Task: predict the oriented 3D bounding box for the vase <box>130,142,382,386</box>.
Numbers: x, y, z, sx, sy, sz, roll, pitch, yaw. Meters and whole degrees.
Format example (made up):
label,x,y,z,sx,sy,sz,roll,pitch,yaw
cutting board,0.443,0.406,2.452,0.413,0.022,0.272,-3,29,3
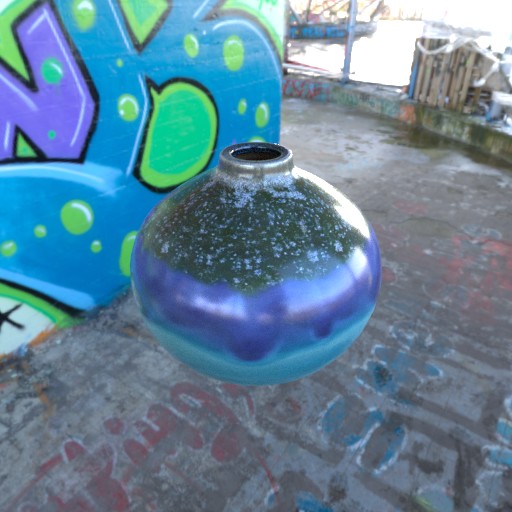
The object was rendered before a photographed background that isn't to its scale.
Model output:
label,x,y,z,sx,sy,sz,roll,pitch,yaw
vase,0.000,0.000,0.277,0.154,0.133,0.154,0,31,0
